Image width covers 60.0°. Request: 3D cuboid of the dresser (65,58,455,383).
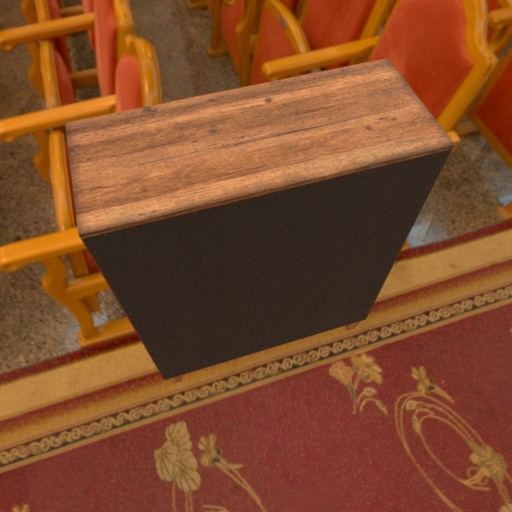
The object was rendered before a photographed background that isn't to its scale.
[{"bbox_3d":[0.000,0.000,1.879,1.067,1.359,0.438,-15,59,-9],"label":"dresser"}]
